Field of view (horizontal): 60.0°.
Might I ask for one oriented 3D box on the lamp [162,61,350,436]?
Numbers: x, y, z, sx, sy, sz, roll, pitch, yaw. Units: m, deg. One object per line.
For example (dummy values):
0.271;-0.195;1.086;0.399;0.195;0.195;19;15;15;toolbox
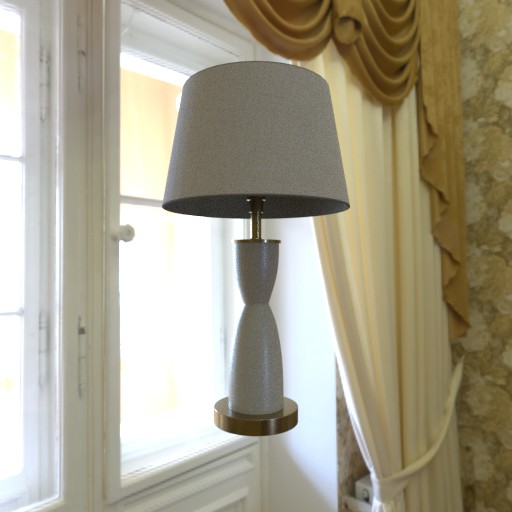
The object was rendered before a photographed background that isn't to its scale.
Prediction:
0.000;0.000;0.740;0.309;0.545;0.309;0;-1;0;lamp
